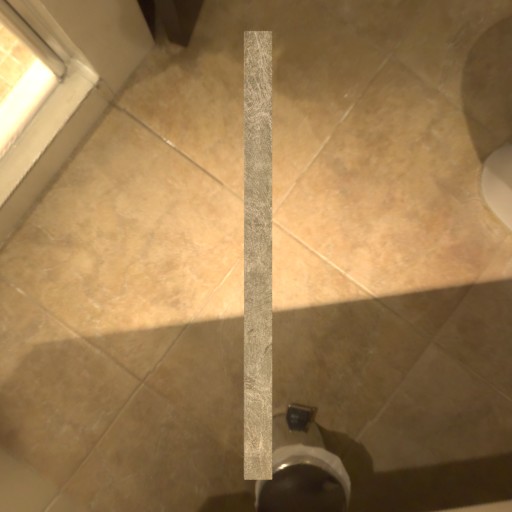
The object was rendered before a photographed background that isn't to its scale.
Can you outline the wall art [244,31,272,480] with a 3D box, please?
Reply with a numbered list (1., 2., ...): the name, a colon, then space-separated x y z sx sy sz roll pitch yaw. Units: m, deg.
1. wall art: 0.000 0.000 0.907 0.038 0.610 0.610 0 90 -1
